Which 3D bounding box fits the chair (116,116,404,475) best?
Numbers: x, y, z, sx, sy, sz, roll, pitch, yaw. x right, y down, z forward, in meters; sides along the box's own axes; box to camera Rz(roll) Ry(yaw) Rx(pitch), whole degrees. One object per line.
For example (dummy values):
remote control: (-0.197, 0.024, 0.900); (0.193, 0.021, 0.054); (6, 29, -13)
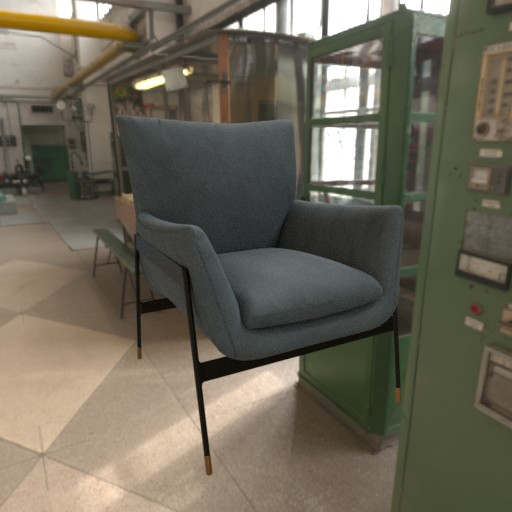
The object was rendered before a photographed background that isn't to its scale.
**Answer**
chair: (0.000, 0.000, 1.400); (0.678, 0.858, 0.709); (-8, 17, -27)
